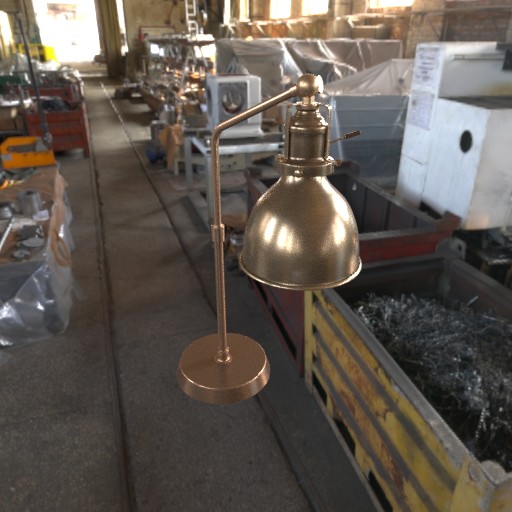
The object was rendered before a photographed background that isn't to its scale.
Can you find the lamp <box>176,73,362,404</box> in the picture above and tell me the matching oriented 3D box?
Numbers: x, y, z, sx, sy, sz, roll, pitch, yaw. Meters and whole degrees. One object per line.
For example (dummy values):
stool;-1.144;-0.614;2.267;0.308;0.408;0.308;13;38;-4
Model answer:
lamp;0.000;0.000;0.591;0.286;0.456;0.153;18;32;33
